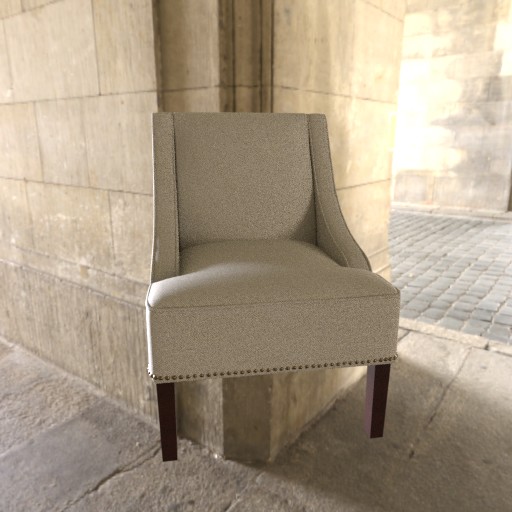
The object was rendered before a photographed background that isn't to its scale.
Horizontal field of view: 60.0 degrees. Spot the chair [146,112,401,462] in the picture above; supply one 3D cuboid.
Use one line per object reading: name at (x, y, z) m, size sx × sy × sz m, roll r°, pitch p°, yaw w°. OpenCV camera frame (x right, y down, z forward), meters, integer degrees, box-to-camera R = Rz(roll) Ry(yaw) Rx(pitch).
chair at (0.000, 0.000, 1.366) m, size 0.628 × 0.872 × 0.748 m, roll -2°, pitch 15°, yaw -9°
